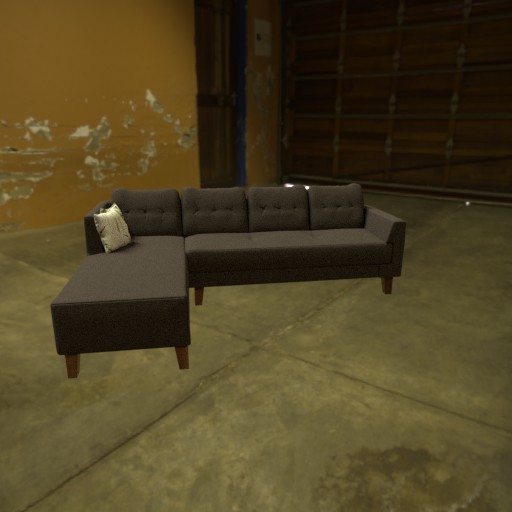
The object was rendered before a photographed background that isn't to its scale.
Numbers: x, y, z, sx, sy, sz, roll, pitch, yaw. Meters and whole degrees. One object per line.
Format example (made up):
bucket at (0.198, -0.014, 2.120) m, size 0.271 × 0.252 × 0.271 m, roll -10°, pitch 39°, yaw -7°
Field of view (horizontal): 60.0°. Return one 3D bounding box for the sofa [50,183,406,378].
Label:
sofa at (0.000, 0.000, 3.583) m, size 2.679 × 0.932 × 1.829 m, roll -3°, pitch 16°, yaw -9°
